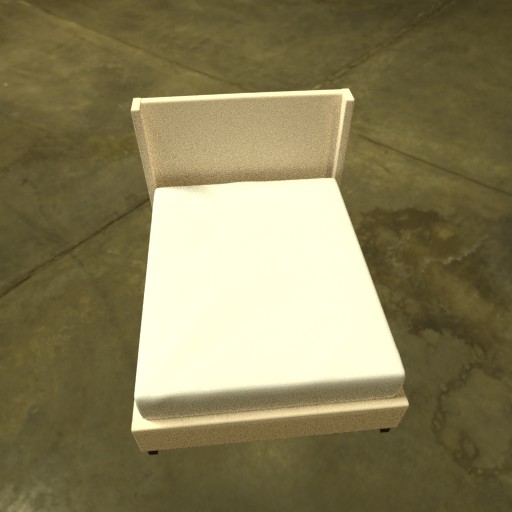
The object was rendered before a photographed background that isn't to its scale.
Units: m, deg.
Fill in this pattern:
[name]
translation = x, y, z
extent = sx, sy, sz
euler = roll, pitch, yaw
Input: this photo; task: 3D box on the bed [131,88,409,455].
[bed]
translation = 0.000, 0.000, 3.350
extent = 1.765, 1.471, 2.280
euler = -4, 47, -4
